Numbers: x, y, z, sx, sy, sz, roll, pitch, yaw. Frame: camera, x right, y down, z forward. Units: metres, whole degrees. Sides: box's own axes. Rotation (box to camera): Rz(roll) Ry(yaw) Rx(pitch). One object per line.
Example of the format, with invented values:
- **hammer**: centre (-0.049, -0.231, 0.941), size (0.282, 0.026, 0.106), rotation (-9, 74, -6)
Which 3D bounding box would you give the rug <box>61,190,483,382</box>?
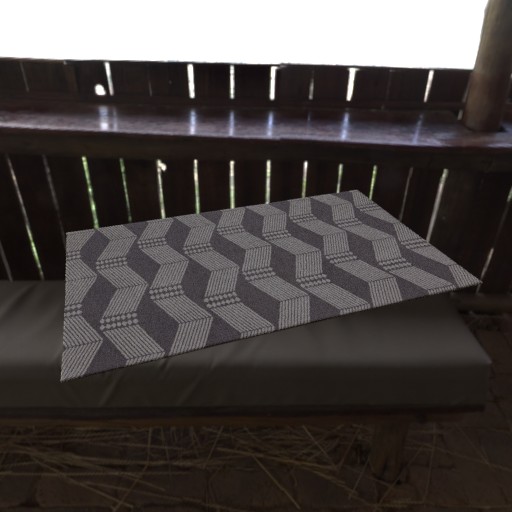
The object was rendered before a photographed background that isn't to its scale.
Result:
- **rug**: centre (0.000, 0.000, 2.999), size (2.435, 0.011, 1.517), rotation (-10, 33, -16)
